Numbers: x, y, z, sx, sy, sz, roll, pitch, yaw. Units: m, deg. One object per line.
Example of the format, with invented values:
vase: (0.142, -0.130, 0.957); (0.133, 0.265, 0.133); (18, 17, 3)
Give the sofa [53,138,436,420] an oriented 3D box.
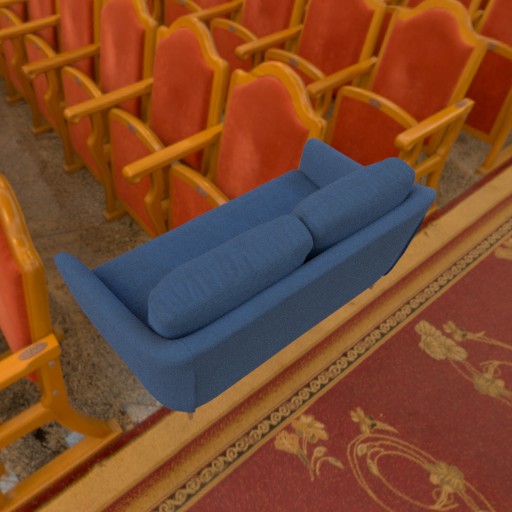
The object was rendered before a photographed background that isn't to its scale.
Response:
sofa: (0.000, 0.000, 2.196); (1.619, 0.902, 0.960); (-30, 54, -25)
